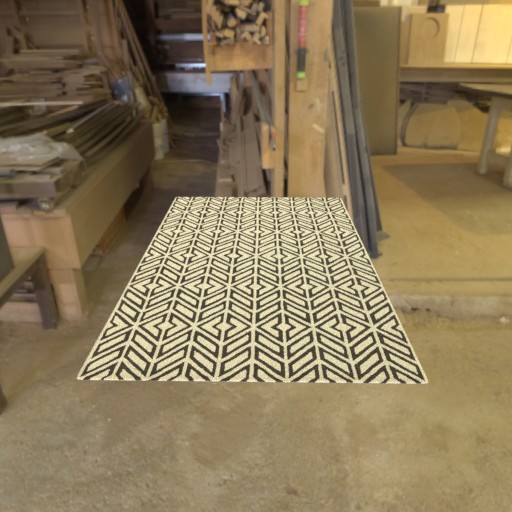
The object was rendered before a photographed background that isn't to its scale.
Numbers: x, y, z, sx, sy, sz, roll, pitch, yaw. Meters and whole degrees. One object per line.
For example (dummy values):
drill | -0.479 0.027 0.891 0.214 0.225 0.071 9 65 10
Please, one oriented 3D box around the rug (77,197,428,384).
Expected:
rug | 0.000 0.000 2.996 1.523 0.008 2.438 0 26 1
